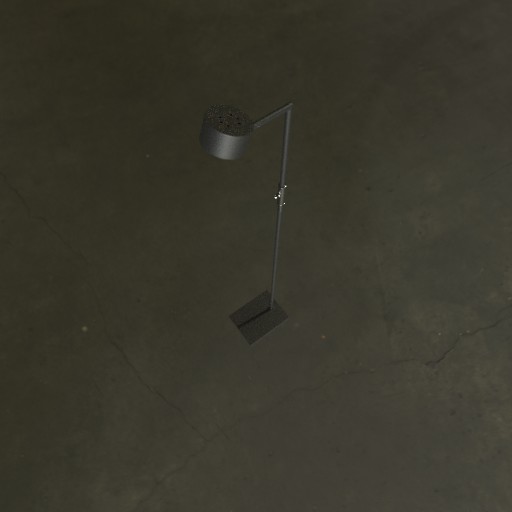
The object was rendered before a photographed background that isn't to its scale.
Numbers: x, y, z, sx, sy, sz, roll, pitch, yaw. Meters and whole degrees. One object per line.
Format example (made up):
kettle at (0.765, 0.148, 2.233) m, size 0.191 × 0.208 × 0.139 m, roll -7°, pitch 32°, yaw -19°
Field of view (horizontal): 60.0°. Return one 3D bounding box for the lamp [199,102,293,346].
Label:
lamp at (0.000, 0.000, 1.730) m, size 0.304 × 1.600 × 0.203 m, roll -33°, pitch 68°, yaw -15°
